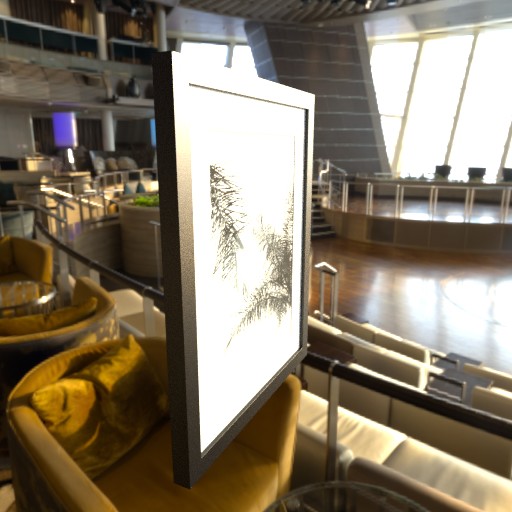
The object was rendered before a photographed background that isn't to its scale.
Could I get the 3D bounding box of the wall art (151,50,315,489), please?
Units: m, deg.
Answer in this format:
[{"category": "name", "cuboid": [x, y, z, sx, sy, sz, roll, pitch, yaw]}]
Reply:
[{"category": "wall art", "cuboid": [0.000, 0.000, 0.746, 0.028, 0.557, 0.457, 7, 15, 26]}]
